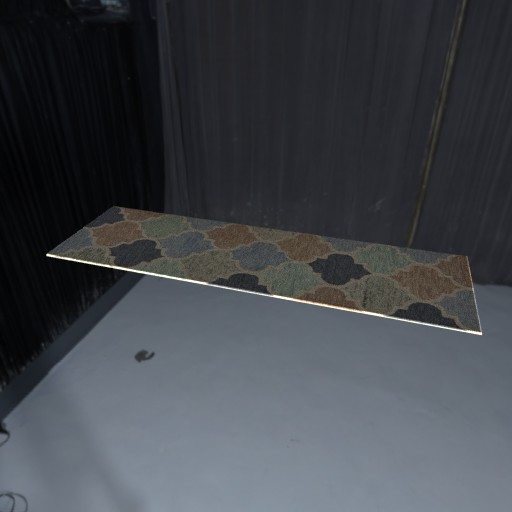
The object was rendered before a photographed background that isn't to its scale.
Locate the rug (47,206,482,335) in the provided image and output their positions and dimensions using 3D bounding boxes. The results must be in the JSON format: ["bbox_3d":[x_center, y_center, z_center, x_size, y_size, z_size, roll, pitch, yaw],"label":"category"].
[{"bbox_3d":[0.000,0.000,2.513,2.287,0.011,0.687,9,32,15],"label":"rug"}]
